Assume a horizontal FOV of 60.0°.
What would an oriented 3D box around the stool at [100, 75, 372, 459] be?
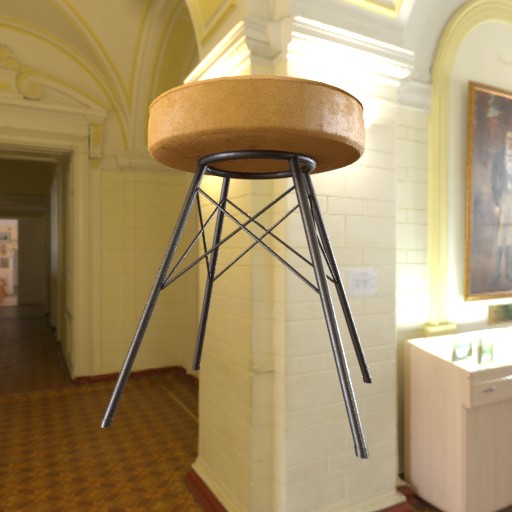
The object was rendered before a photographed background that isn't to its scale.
[{"bbox_3d":[0.000,0.000,0.906,0.472,0.595,0.438,0,0,18],"label":"stool"}]
